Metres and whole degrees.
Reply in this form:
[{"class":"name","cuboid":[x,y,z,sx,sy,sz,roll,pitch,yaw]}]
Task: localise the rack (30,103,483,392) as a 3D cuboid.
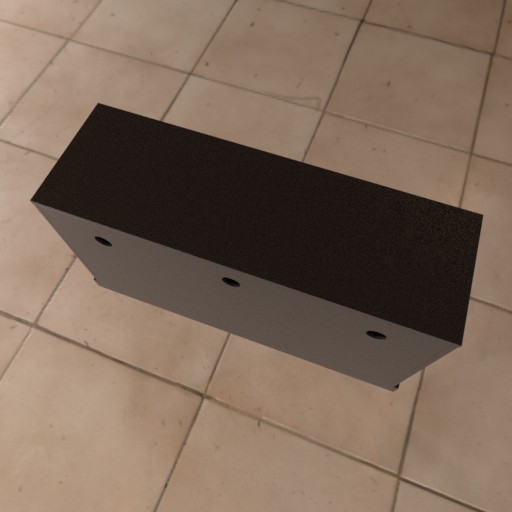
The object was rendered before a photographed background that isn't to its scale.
[{"class":"rack","cuboid":[0.000,0.000,1.496,1.206,0.635,0.399,18,66,9]}]
